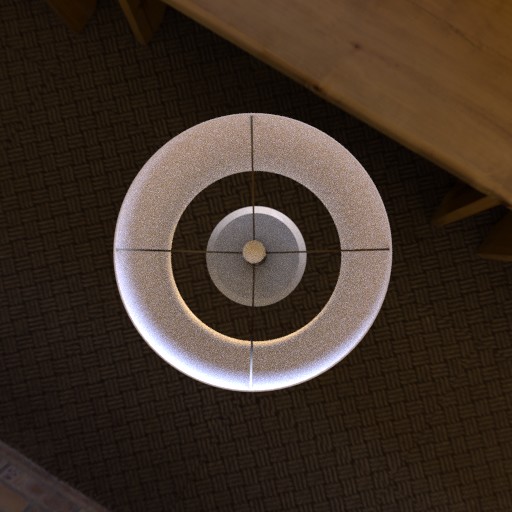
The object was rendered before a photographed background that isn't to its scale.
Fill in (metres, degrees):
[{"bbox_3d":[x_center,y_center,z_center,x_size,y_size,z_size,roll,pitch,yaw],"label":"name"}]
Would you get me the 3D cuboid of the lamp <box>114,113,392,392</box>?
[{"bbox_3d":[0.000,0.000,0.536,0.206,0.416,0.206,0,89,1],"label":"lamp"}]
